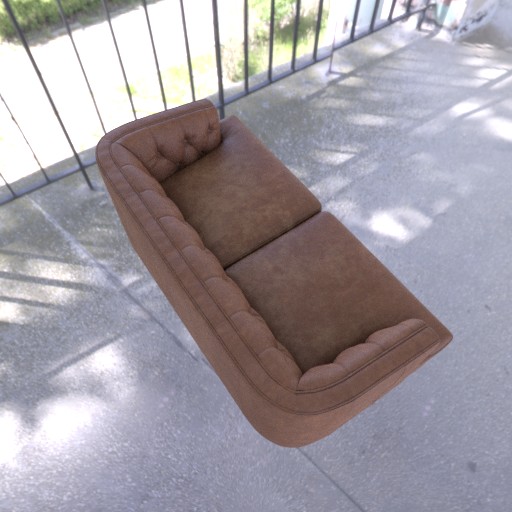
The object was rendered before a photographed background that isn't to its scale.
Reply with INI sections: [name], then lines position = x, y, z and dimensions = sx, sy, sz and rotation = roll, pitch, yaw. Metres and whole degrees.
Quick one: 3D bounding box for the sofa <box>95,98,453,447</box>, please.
[sofa]
position = 0.000, 0.000, 2.224
dimensions = 0.914, 0.786, 1.755
rotation = -31, 63, -18
